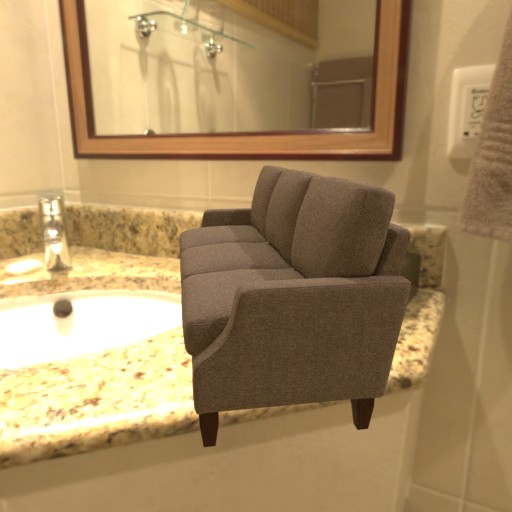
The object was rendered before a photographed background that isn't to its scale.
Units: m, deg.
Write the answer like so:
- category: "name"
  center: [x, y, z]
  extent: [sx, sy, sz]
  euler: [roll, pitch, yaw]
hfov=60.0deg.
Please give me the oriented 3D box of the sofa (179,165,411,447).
- category: "sofa"
  center: [0.000, 0.000, 2.616]
  extent: [0.888, 0.984, 2.115]
  euler: [-2, 14, -10]
